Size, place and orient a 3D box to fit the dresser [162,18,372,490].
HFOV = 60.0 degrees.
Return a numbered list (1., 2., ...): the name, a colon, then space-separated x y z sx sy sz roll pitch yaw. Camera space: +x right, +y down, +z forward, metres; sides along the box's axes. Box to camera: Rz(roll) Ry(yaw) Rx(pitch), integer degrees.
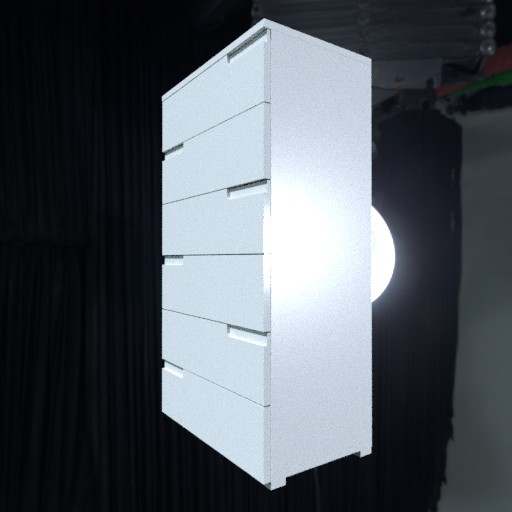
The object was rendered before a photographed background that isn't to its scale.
1. dresser: 0.000 0.000 1.490 0.400 1.190 0.650 0 0 -35
